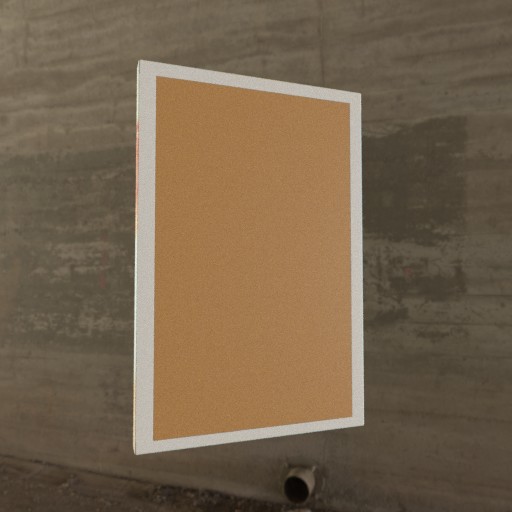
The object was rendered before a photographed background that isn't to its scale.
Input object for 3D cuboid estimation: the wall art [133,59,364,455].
[{"bbox_3d":[0.000,0.000,0.764,0.401,0.610,0.038,1,-2,-19],"label":"wall art"}]
